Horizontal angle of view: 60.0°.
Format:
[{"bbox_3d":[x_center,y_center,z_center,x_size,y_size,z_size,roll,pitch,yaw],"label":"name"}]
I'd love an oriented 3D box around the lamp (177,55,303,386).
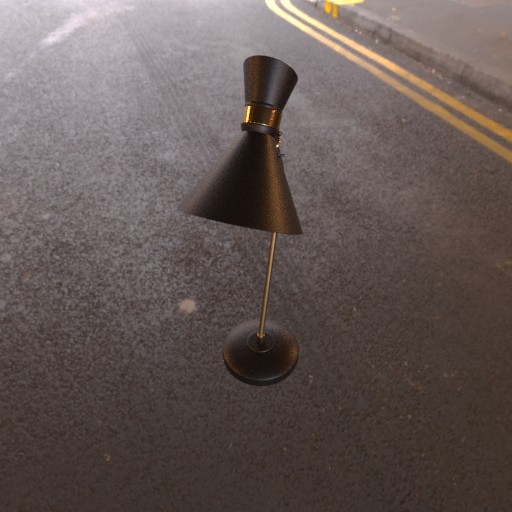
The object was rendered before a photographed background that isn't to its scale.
[{"bbox_3d":[0.000,0.000,0.788,0.189,0.647,0.292,13,42,15],"label":"lamp"}]
